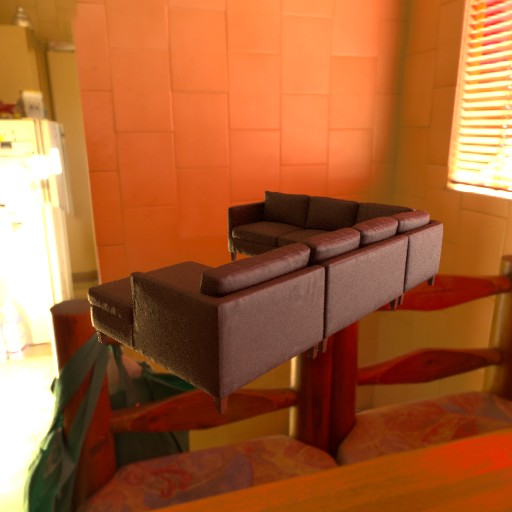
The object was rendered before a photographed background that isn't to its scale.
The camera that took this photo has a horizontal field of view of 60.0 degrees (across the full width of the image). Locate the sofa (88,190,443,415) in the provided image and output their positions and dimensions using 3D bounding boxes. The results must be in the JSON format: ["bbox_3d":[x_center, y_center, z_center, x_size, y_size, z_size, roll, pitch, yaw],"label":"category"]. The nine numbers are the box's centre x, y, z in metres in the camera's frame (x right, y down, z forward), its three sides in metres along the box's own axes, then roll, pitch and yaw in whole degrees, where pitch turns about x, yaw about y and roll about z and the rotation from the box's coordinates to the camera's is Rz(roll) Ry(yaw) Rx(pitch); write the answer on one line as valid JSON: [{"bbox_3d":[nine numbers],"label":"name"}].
[{"bbox_3d":[0.000,0.000,4.632,2.593,0.923,3.460,14,20,41],"label":"sofa"}]
